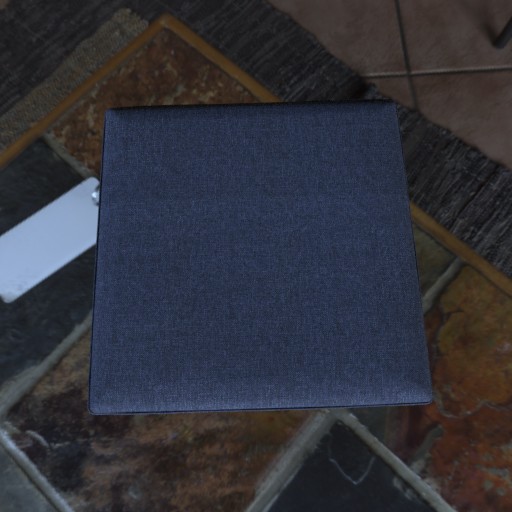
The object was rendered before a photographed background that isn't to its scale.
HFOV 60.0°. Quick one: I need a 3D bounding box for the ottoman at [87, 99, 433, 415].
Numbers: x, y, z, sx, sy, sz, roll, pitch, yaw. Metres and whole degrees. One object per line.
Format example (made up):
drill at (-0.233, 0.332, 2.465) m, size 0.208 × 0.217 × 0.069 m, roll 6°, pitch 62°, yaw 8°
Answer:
ottoman at (0.000, 0.000, 1.558) m, size 1.023 × 0.423 × 1.017 m, roll -1°, pitch 76°, yaw 0°
